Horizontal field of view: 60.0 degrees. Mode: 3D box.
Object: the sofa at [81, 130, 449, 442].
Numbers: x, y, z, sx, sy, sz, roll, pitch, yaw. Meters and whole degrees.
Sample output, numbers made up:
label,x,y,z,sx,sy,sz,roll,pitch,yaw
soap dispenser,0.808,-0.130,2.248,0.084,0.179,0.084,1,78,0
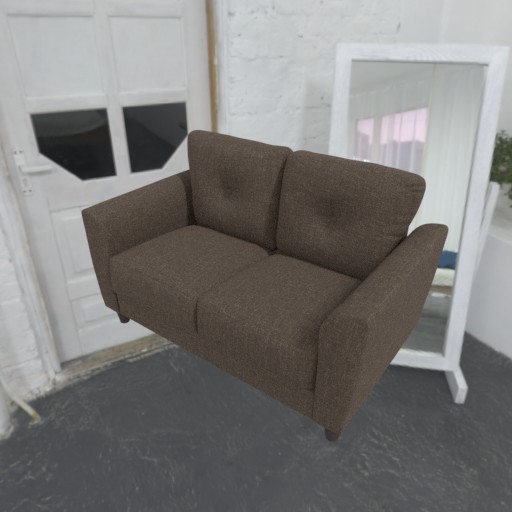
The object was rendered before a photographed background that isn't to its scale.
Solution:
label,x,y,z,sx,sy,sz,roll,pitch,yaw
sofa,0.000,0.000,2.038,1.423,0.885,0.851,20,35,31
